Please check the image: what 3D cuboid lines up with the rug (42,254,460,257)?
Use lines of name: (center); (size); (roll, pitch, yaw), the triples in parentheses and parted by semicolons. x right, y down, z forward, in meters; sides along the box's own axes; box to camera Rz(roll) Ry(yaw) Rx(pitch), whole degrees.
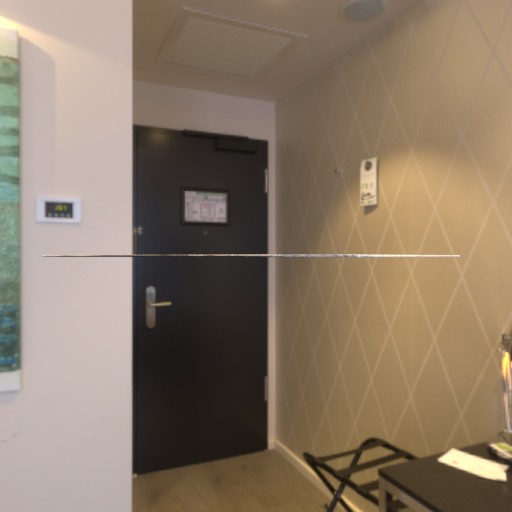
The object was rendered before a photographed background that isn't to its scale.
rug: (0.000, 0.000, 4.142); (3.049, 0.015, 2.457); (0, 0, 36)
